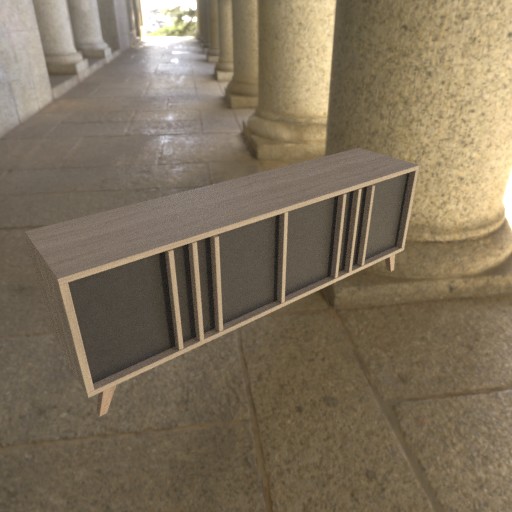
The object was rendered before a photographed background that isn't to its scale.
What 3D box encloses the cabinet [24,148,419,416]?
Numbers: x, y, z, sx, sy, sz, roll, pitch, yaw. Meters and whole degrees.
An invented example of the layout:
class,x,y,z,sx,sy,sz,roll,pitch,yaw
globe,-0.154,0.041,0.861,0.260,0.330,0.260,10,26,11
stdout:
class,x,y,z,sx,sy,sz,roll,pitch,yaw
cabinet,0.000,0.000,2.557,2.198,0.779,0.499,-21,35,-32
